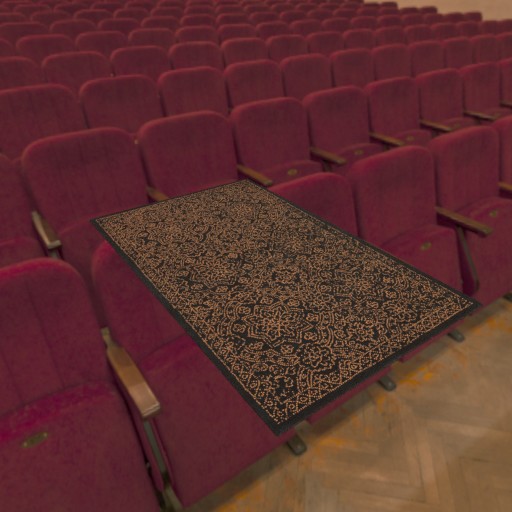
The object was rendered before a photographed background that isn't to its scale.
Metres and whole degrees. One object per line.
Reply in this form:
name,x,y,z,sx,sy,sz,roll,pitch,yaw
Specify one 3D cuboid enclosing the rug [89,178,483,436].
rug,0.000,0.000,3.056,1.526,0.015,2.441,-20,37,-30
